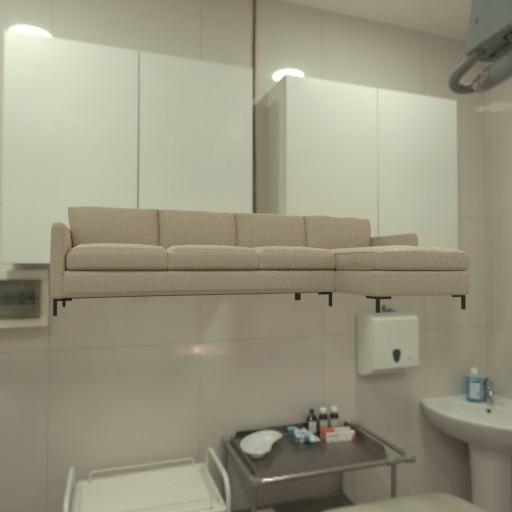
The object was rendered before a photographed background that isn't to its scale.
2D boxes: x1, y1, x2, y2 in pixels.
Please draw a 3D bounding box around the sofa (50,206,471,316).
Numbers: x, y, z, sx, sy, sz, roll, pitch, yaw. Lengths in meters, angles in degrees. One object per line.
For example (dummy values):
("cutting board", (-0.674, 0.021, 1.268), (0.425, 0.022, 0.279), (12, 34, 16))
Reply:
("sofa", (0.000, 0.000, 3.196), (2.731, 0.755, 1.258), (0, -1, -19))
